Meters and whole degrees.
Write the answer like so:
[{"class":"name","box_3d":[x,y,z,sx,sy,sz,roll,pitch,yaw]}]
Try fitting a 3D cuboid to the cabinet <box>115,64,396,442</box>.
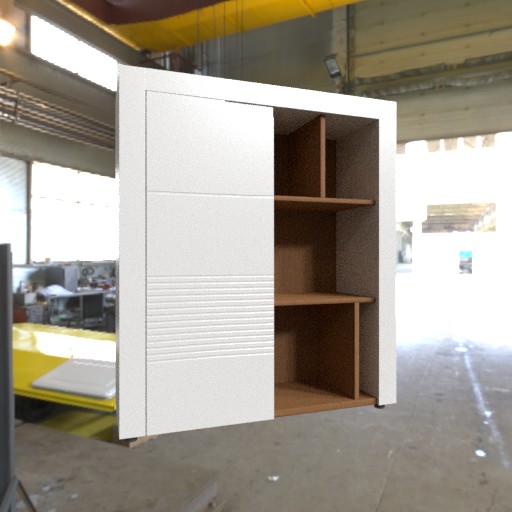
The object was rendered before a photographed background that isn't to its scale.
[{"class":"cabinet","box_3d":[0.000,0.000,1.655,0.990,1.150,0.348,0,0,-19]}]
